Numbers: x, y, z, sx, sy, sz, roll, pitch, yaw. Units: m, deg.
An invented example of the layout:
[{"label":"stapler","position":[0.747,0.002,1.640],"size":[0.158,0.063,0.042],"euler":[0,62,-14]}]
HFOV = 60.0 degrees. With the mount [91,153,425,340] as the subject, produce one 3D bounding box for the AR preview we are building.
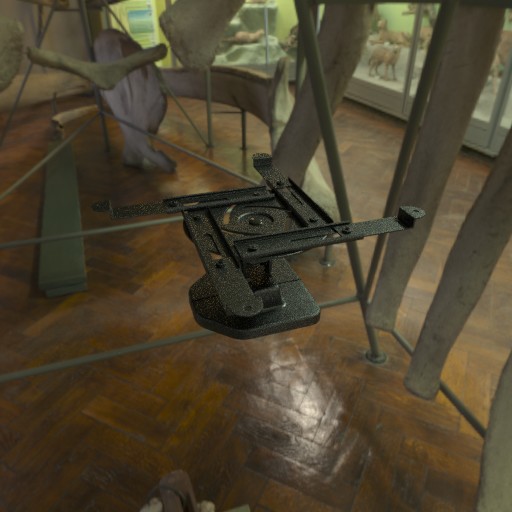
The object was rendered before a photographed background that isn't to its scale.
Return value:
[{"label":"mount","position":[0.000,0.000,0.596],"size":[0.394,0.141,0.394],"euler":[-10,33,-15]}]
